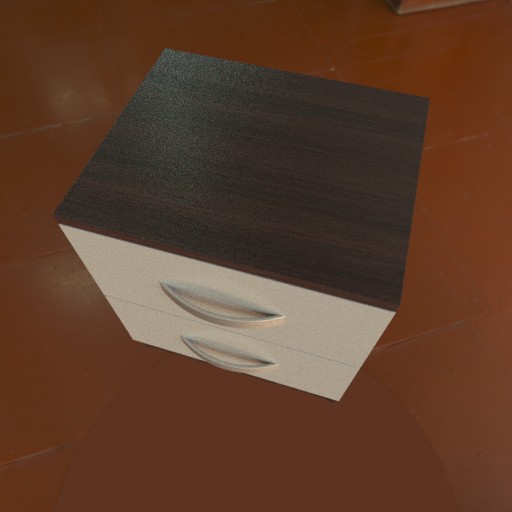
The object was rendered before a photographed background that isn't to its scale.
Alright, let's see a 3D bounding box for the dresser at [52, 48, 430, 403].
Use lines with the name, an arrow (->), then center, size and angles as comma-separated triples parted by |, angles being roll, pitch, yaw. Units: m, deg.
dresser -> 0.000, 0.000, 0.759 | 0.400, 0.470, 0.360 | 14, 59, 9
